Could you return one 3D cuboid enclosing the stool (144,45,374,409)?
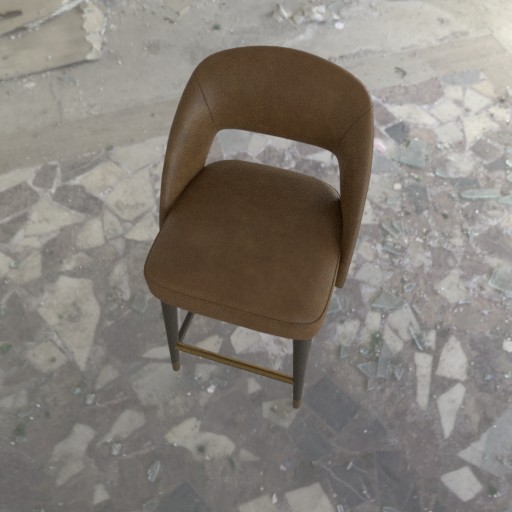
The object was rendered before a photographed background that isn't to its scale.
[{"bbox_3d":[0.000,0.000,1.228,0.494,0.940,0.509,15,60,9],"label":"stool"}]
